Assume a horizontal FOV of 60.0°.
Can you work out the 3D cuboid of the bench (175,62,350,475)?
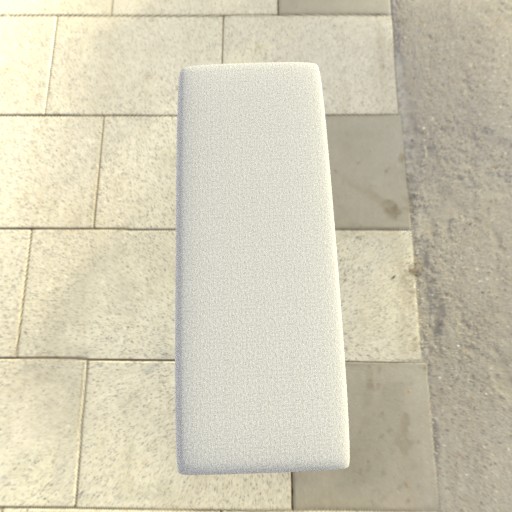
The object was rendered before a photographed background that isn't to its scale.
[{"bbox_3d":[0.000,0.000,1.845,0.631,0.383,1.598,-2,77,0],"label":"bench"}]
